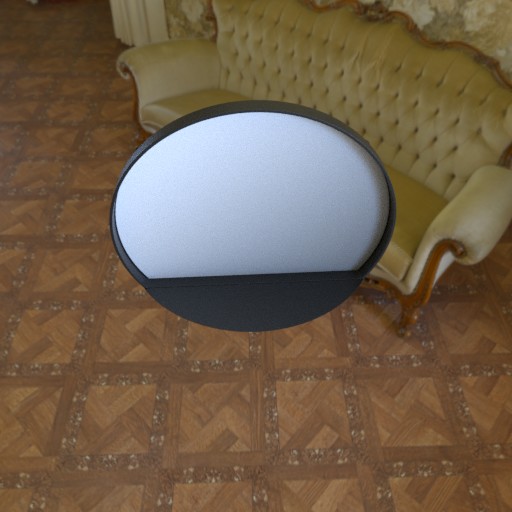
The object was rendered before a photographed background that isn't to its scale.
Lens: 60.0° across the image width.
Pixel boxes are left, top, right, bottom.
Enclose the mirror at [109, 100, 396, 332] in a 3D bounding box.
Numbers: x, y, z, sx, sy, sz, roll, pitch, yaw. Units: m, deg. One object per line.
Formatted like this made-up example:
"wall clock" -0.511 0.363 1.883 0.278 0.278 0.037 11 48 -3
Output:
"mirror" 0.000 0.000 0.698 0.457 0.457 0.133 -2 46 -2
